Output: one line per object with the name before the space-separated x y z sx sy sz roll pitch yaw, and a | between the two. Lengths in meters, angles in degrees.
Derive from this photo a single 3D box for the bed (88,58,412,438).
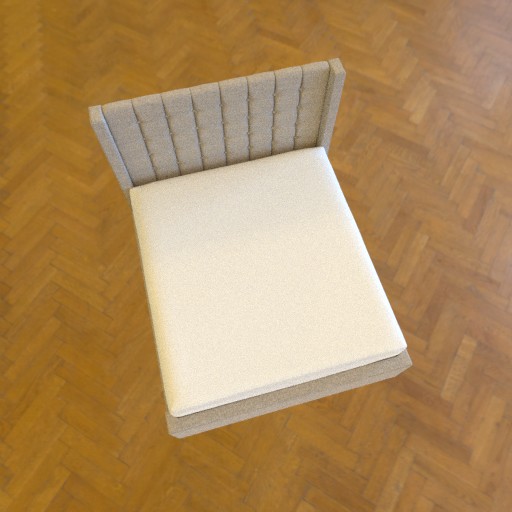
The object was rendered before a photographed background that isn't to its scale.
bed | 0.000 0.000 3.804 2.044 1.748 2.372 -14 65 -7
